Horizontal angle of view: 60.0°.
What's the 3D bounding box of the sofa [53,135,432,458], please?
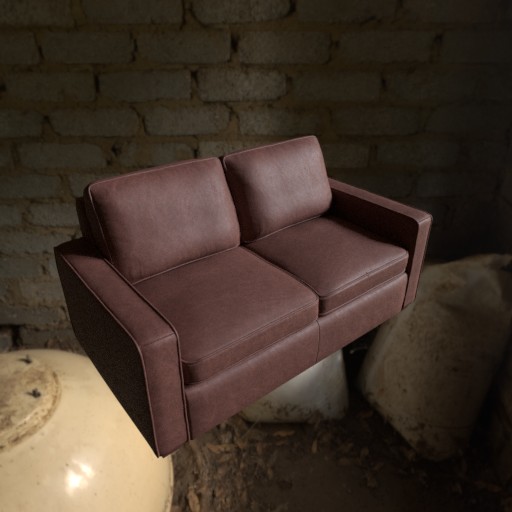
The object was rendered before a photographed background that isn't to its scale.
[{"bbox_3d":[0.000,0.000,2.263,1.709,0.918,0.947,-21,36,-33],"label":"sofa"}]
